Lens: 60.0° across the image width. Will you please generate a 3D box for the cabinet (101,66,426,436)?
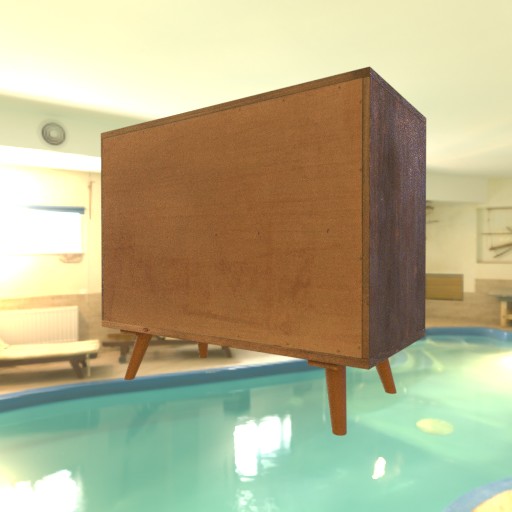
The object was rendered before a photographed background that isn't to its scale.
[{"bbox_3d":[0.000,0.000,1.546,1.023,0.897,0.529,1,1,35],"label":"cabinet"}]
